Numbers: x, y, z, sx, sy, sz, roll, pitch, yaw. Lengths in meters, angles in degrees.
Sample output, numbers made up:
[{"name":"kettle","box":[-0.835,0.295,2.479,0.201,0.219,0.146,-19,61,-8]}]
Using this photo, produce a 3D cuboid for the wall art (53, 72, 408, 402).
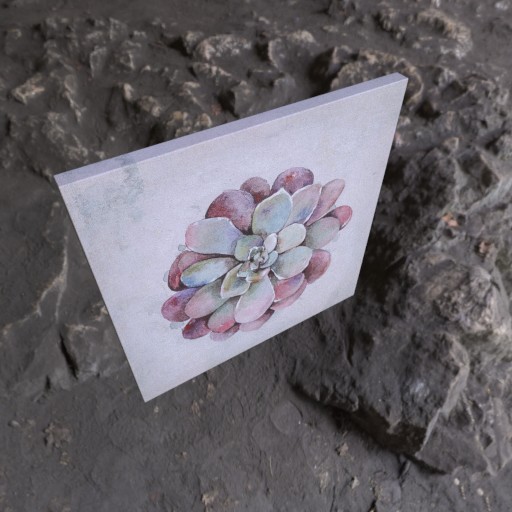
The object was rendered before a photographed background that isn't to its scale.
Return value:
[{"name":"wall art","box":[0.000,0.000,1.130,0.762,0.762,0.041,-23,51,-21]}]
